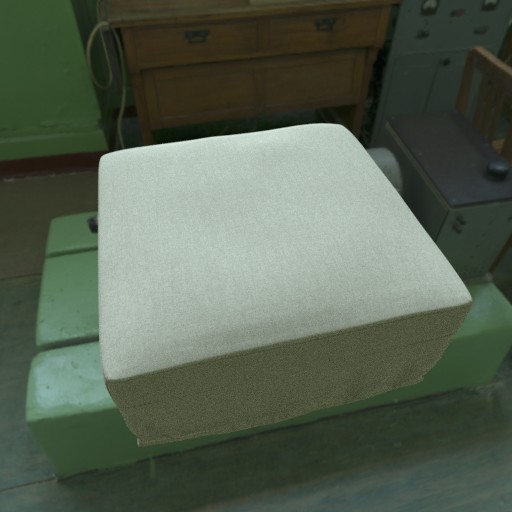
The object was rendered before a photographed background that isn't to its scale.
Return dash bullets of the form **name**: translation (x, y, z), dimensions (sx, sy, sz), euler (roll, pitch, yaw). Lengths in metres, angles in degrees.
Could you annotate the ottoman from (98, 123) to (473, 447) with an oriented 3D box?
- **ottoman**: translation (0.000, 0.000, 1.316), dimensions (0.843, 0.436, 0.840), euler (-10, 47, -10)
